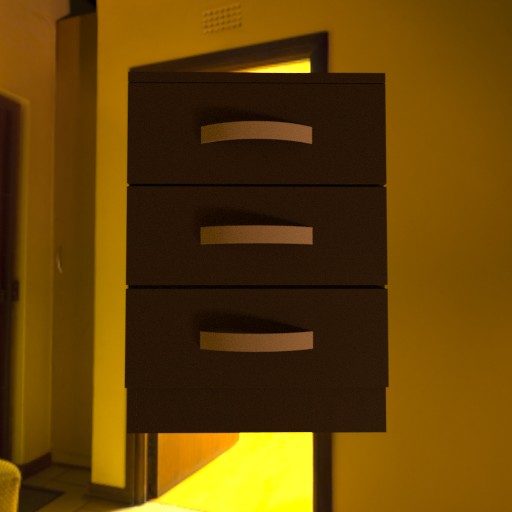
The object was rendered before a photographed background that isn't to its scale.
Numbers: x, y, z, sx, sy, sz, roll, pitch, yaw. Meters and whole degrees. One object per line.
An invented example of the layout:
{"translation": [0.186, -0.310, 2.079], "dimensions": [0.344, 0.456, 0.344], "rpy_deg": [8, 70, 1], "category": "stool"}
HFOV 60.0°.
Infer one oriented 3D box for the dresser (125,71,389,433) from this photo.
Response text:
{"translation": [0.000, 0.000, 0.831], "dimensions": [0.400, 0.560, 0.360], "rpy_deg": [0, -2, -1], "category": "dresser"}
